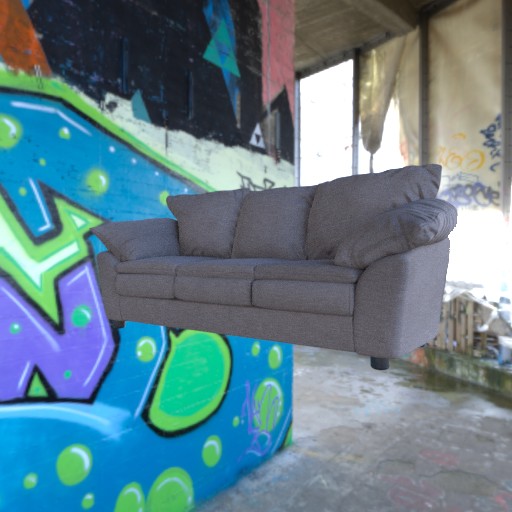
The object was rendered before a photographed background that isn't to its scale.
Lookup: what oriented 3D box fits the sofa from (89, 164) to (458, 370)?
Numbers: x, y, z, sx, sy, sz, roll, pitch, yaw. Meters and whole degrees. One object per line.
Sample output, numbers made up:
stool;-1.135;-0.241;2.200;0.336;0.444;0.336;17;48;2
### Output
sofa;0.000;0.000;2.870;2.390;1.043;0.927;0;0;36
